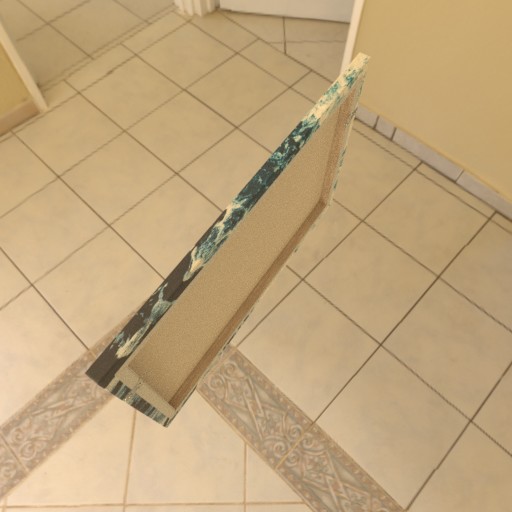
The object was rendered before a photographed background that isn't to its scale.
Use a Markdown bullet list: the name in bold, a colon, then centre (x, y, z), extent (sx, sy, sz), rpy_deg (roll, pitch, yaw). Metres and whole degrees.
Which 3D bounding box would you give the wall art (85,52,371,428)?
- **wall art**: centre (0.000, 0.000, 1.901), extent (0.055, 1.017, 1.524), rpy_deg (31, 67, 15)
